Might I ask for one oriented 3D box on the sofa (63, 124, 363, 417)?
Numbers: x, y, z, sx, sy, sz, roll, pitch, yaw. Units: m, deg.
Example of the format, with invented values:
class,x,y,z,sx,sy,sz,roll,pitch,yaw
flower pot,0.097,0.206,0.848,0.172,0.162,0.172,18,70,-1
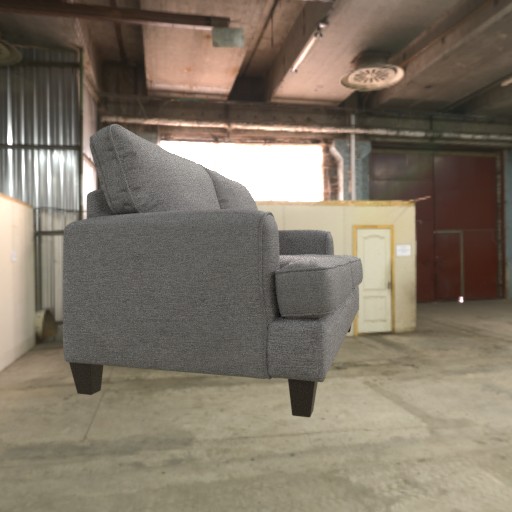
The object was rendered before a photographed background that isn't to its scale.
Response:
class,x,y,z,sx,sy,sz,roll,pitch,yaw
sofa,0.000,0.000,2.185,0.965,0.965,1.651,0,1,17
